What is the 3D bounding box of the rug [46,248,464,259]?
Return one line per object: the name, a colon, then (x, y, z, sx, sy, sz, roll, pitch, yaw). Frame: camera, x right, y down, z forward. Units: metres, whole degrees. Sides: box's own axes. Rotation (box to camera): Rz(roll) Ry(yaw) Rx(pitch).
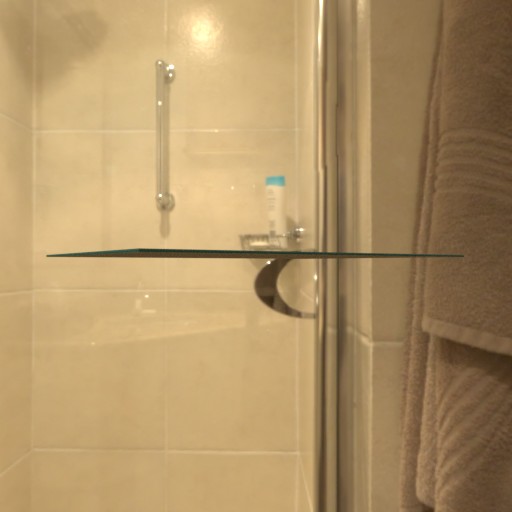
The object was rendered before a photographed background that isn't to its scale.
rug: (0.000, 0.000, 2.890, 2.213, 0.013, 1.594, 1, -1, -36)
